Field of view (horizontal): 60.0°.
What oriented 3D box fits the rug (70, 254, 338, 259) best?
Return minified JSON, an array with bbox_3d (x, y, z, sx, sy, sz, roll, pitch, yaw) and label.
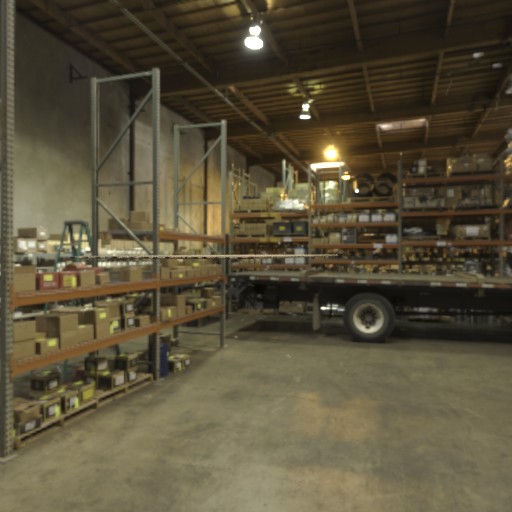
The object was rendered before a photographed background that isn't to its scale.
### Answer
[{"bbox_3d":[0.000,0.000,2.924,0.762,0.011,2.664,0,0,18],"label":"rug"}]
